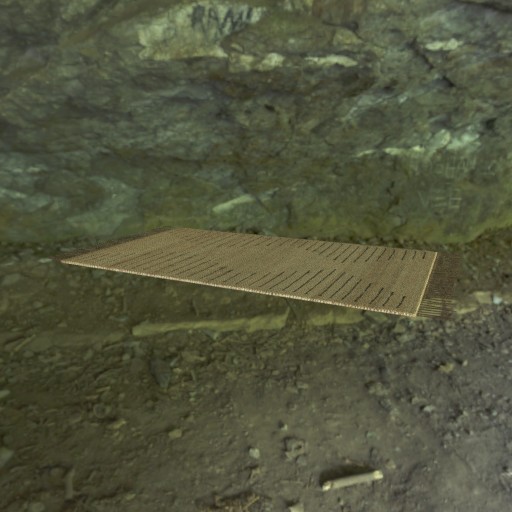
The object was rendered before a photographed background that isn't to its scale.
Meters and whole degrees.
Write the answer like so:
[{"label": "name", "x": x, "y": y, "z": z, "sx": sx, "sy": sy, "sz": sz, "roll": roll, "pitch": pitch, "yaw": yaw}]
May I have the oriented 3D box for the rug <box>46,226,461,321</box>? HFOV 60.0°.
[{"label": "rug", "x": 0.000, "y": 0.000, "z": 2.039, "sx": 1.718, "sy": 0.017, "sz": 0.905, "roll": 7, "pitch": 16, "yaw": 25}]
